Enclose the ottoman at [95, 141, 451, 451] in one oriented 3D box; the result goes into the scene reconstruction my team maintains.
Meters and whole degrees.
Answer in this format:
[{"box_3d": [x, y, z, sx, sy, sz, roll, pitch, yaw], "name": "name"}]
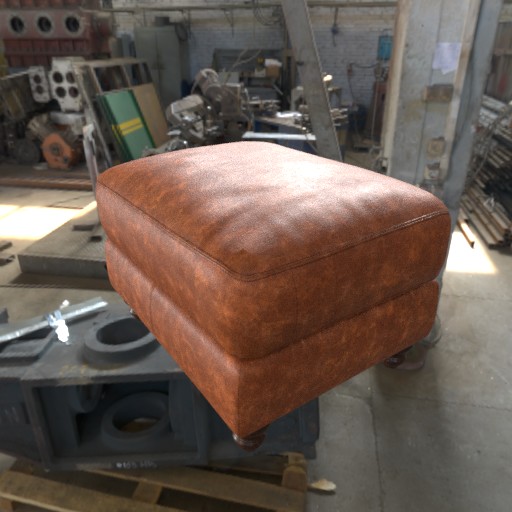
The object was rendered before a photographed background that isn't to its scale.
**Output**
[{"box_3d": [0.000, 0.000, 1.248, 0.657, 0.562, 0.832, -17, 30, -31], "name": "ottoman"}]
